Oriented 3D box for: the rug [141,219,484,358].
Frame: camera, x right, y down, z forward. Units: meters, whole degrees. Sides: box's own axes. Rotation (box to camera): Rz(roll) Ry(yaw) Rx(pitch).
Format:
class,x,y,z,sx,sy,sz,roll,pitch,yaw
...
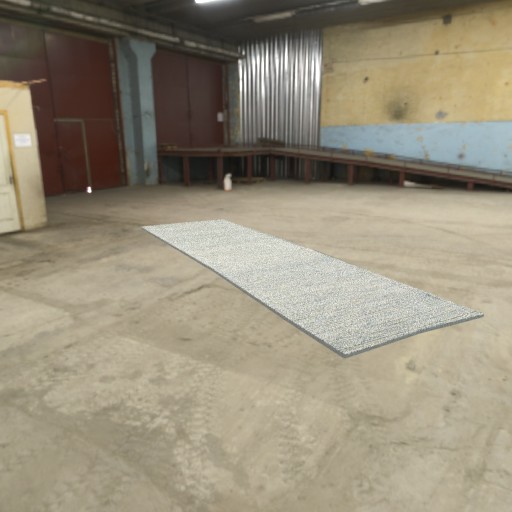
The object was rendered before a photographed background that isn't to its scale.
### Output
class,x,y,z,sx,sy,sz,roll,pitch,yaw
rug,0.000,0.000,2.483,0.675,0.037,2.341,-8,17,-28
